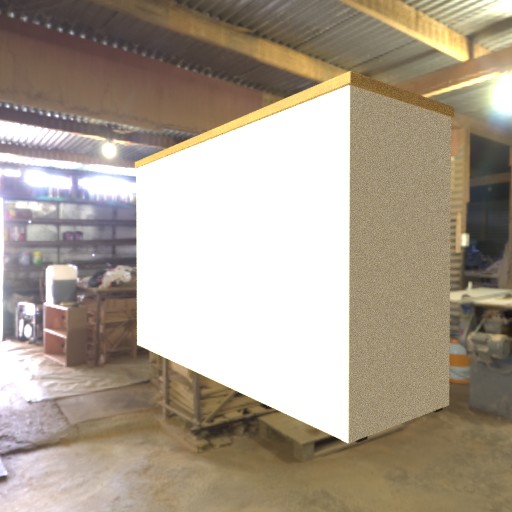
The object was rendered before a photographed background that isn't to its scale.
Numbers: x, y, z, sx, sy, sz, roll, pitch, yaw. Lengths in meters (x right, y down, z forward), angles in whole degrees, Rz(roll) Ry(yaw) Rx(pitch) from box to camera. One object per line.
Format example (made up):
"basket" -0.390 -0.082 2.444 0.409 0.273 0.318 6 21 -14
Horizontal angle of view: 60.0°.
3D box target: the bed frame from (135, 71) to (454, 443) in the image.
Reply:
"bed frame" 0.000 0.000 1.648 0.430 0.850 1.300 -1 1 -36
